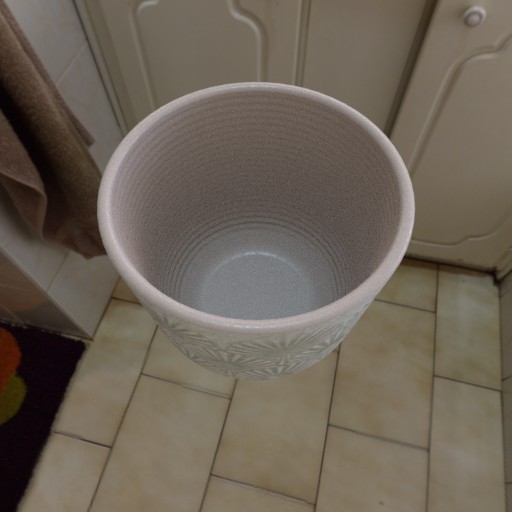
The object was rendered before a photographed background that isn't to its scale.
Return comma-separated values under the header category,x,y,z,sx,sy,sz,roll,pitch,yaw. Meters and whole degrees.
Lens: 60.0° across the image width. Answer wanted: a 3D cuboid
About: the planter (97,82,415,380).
category,x,y,z,sx,sy,sz,roll,pitch,yaw
planter,0.000,0.000,0.303,0.170,0.152,0.170,0,59,0
